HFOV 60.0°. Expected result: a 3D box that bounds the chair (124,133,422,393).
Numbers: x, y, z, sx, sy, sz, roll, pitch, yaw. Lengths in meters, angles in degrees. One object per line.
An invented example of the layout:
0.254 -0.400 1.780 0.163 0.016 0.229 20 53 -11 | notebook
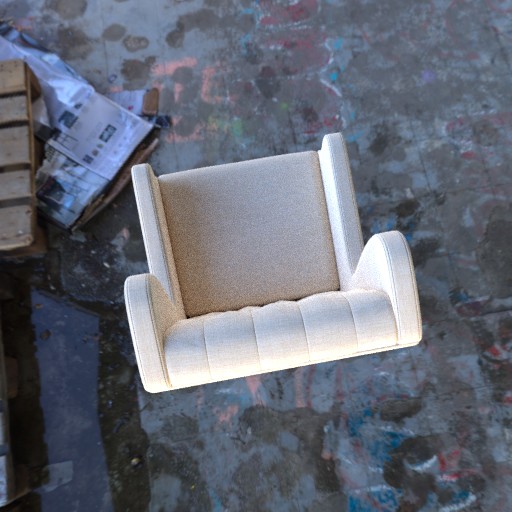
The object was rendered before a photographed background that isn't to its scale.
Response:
0.000 0.000 1.475 0.710 0.930 0.760 -10 75 -3 | chair
